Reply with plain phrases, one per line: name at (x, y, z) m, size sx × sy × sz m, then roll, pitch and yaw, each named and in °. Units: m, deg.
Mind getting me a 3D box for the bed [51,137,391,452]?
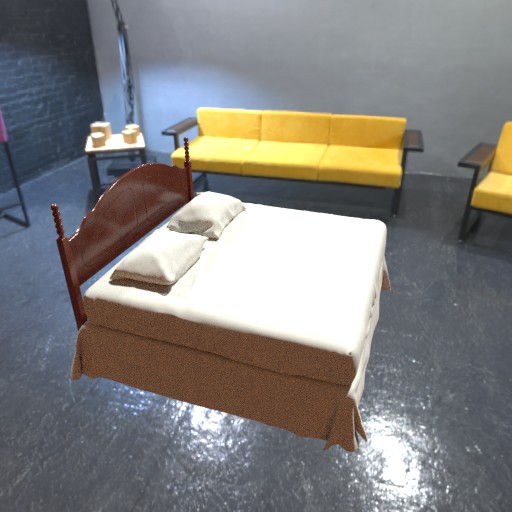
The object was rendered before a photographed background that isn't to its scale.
bed at (0.000, 0.000, 3.679) m, size 2.219 × 1.355 × 2.322 m, roll 10°, pitch 30°, yaw 17°
